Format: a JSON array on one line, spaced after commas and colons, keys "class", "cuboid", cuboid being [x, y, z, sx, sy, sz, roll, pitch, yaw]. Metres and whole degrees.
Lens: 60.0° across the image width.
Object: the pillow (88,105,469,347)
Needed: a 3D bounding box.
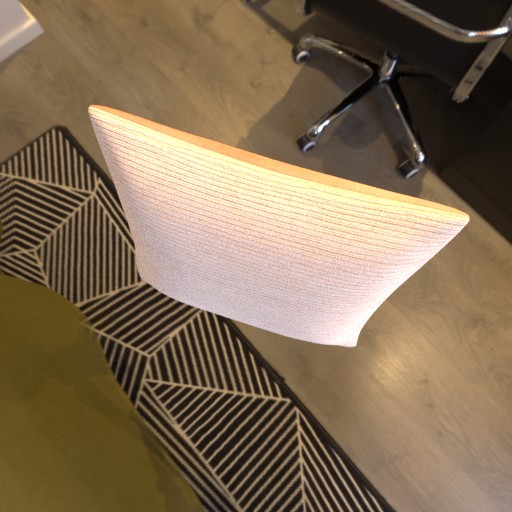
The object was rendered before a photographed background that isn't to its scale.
[{"class": "pillow", "cuboid": [0.000, 0.000, 0.647, 0.424, 0.401, 0.177, 17, 76, 4]}]
